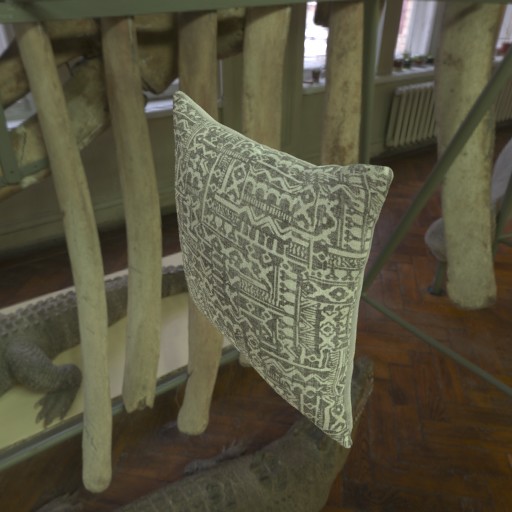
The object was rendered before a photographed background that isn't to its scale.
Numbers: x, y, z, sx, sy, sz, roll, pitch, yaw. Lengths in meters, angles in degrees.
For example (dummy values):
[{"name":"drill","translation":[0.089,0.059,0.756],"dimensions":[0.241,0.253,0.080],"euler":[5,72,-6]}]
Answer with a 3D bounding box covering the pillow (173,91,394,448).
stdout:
[{"name":"pillow","translation":[0.000,0.000,0.797],"dimensions":[0.180,0.487,0.546],"euler":[-20,37,-29]}]
